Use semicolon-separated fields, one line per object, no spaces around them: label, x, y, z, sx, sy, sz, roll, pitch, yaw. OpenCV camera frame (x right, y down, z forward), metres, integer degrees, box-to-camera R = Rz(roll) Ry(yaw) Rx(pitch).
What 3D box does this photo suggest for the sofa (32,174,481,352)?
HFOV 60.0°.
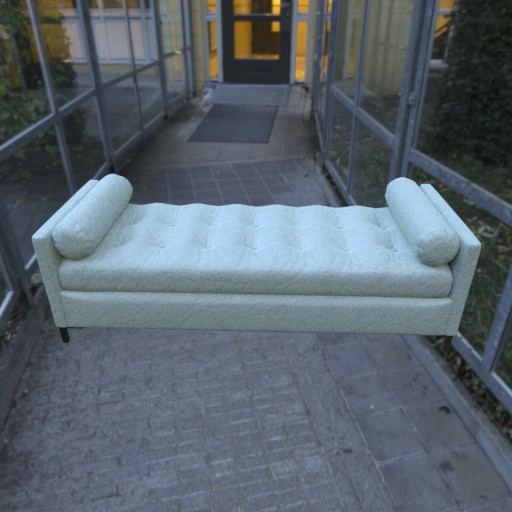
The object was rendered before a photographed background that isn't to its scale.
sofa;0.000;0.000;2.506;2.102;0.705;0.796;1;30;2
